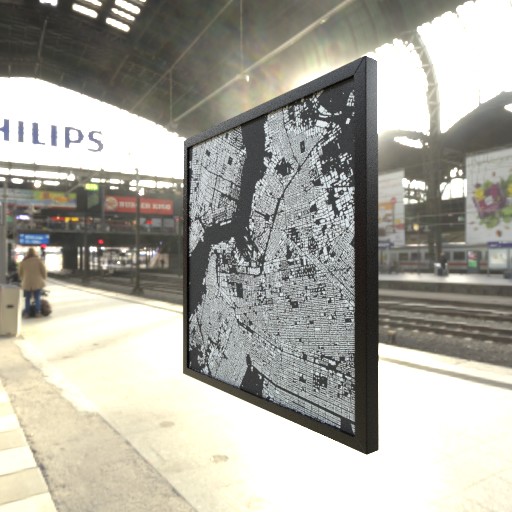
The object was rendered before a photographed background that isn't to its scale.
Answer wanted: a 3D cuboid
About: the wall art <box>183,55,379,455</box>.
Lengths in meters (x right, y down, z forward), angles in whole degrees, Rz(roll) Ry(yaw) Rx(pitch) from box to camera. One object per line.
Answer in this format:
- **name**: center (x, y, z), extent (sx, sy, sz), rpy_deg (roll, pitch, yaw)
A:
- **wall art**: center (0.000, 0.000, 1.156), extent (0.038, 0.761, 0.755), rpy_deg (0, -1, -36)
